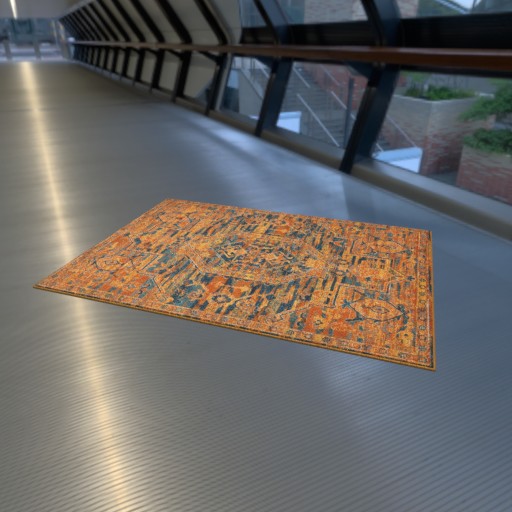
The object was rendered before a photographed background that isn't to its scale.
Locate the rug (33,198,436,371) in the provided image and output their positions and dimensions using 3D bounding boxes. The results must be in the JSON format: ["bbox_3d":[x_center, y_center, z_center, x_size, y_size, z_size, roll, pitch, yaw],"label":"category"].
[{"bbox_3d":[0.000,0.000,2.921,2.204,0.024,1.588,9,28,17],"label":"rug"}]
